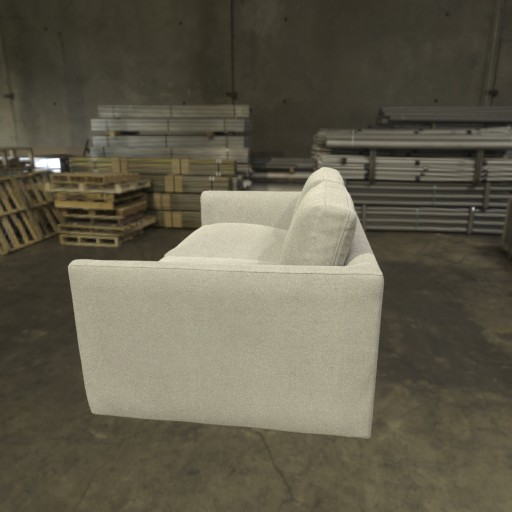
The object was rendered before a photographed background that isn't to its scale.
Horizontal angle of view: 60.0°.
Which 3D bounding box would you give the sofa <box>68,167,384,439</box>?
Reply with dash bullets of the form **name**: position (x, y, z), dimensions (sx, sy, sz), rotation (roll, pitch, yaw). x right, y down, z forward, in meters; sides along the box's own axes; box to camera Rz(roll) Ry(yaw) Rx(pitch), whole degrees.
- **sofa**: position (0.000, 0.000, 2.431), dimensions (1.091, 0.839, 1.905), rotation (2, 16, 8)
